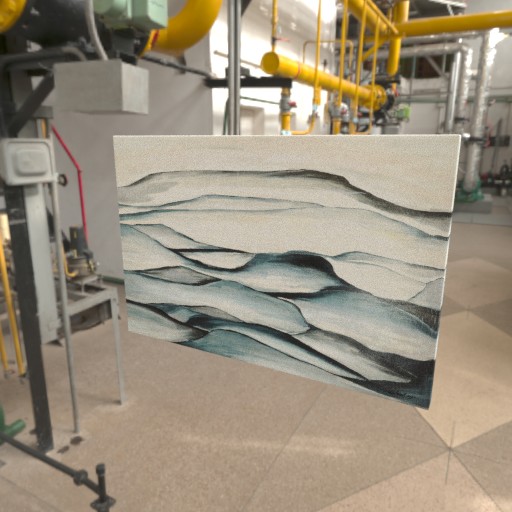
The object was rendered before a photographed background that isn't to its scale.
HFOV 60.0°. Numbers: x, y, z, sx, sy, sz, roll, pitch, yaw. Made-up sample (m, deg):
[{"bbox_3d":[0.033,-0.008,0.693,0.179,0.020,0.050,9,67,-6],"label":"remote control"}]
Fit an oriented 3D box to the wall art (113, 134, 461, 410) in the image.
[{"bbox_3d":[0.000,0.000,1.159,0.914,0.609,0.039,8,17,27],"label":"wall art"}]
